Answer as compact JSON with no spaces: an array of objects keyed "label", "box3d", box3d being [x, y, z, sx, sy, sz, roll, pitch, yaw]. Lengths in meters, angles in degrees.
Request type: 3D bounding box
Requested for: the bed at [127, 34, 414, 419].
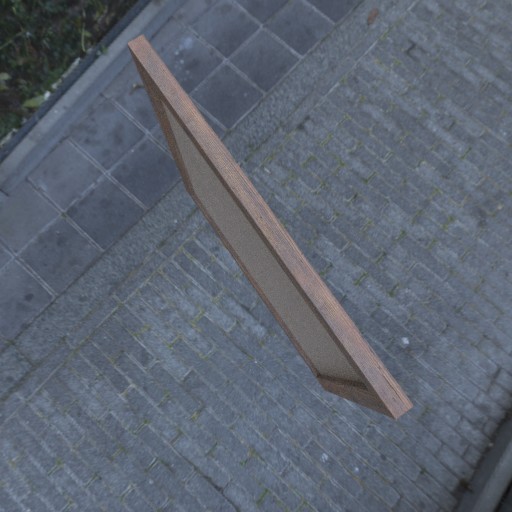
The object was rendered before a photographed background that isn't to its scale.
[{"label":"bed","box3d":[0.000,0.000,1.434,0.046,0.942,1.046,-34,79,-8]}]
